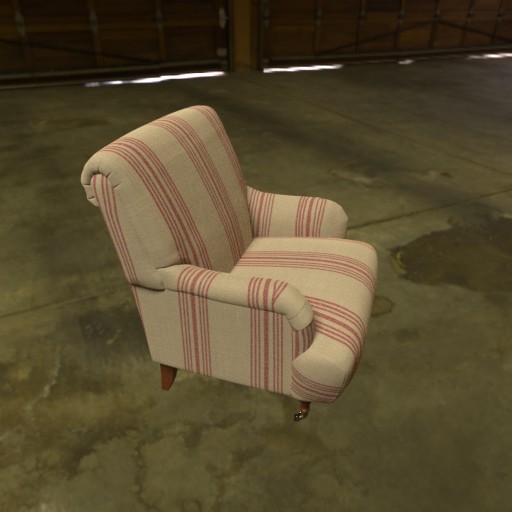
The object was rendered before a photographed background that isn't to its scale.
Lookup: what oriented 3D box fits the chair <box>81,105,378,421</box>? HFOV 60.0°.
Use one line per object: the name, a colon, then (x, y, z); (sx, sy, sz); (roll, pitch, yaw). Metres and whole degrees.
chair: (0.000, 0.000, 1.965); (1.058, 1.123, 0.933); (10, 32, 16)
